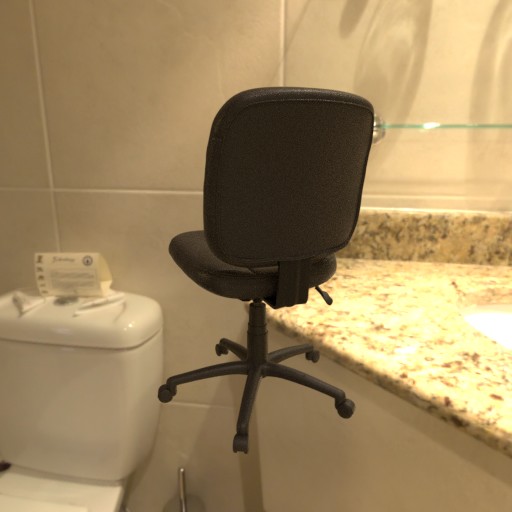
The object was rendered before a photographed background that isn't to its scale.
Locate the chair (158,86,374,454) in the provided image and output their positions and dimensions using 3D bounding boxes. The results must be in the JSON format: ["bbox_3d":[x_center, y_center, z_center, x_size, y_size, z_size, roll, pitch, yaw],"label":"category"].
[{"bbox_3d":[0.000,0.000,1.419,0.647,0.959,0.646,-7,16,-27],"label":"chair"}]
